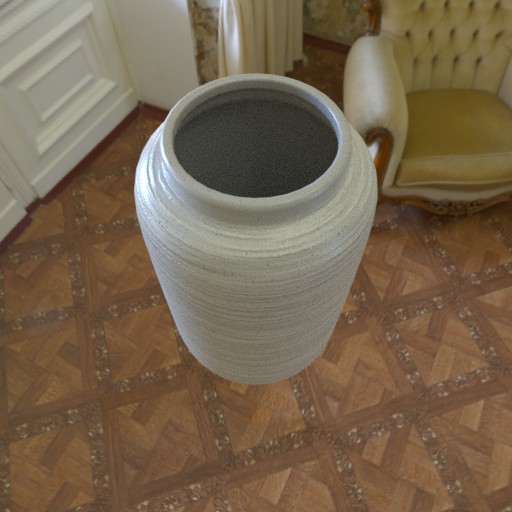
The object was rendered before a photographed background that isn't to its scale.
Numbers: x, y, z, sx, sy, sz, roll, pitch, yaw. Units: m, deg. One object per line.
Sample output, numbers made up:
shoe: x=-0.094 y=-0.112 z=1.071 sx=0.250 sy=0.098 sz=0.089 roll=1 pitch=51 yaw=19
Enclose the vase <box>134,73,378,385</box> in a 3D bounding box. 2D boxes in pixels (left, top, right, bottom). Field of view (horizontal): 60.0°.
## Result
vase: x=0.000 y=0.000 z=0.460 sx=0.202 sy=0.335 sz=0.202 roll=0 pitch=58 yaw=0
